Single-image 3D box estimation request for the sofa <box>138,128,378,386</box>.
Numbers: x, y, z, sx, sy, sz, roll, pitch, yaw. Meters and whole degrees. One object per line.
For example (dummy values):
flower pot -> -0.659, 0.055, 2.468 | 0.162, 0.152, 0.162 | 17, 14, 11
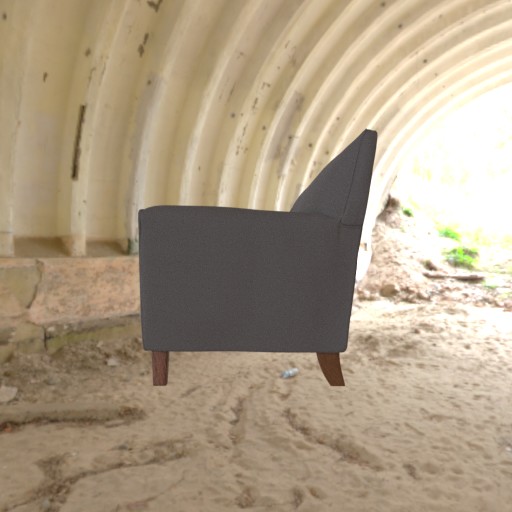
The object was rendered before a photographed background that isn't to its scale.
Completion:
sofa -> 0.000, 0.000, 2.488 | 0.843, 0.907, 2.002 | 0, 1, 0
